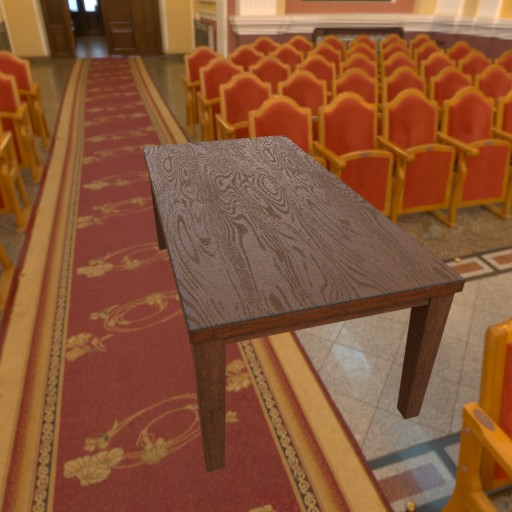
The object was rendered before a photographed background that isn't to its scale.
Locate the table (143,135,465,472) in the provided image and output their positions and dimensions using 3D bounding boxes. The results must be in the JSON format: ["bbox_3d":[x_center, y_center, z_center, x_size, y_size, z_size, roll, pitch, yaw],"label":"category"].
[{"bbox_3d":[0.000,0.000,2.504,1.016,0.762,1.981,-9,32,-14],"label":"table"}]
